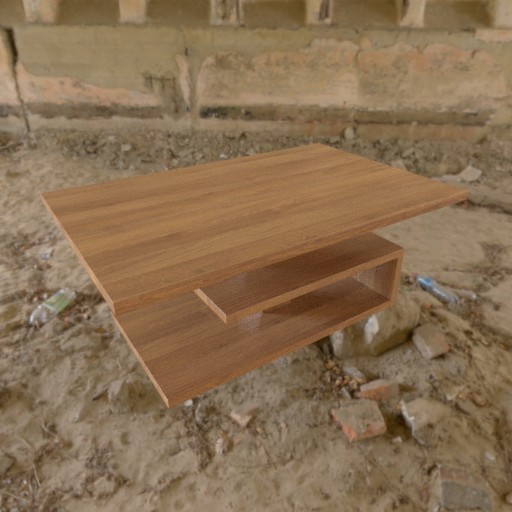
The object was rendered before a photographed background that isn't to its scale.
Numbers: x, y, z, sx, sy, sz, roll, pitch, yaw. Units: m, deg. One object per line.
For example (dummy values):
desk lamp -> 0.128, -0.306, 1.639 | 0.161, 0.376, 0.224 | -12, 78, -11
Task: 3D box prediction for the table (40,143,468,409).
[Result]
table -> 0.000, 0.000, 1.454 | 1.100, 0.442, 0.700 | -17, 33, -29
